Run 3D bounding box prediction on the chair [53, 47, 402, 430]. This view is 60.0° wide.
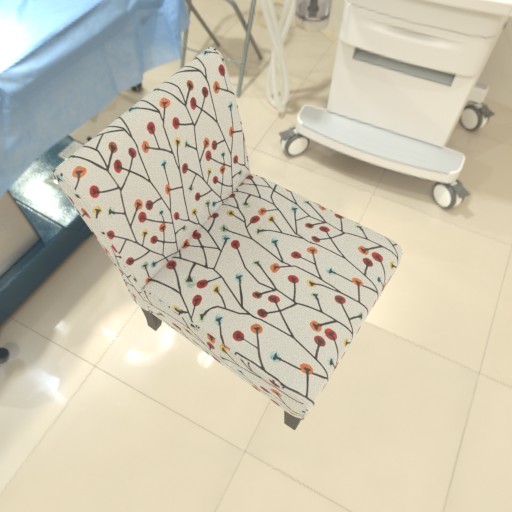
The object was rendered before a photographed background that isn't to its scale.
[{"bbox_3d":[0.000,0.000,1.336,0.732,0.813,0.597,30,62,18],"label":"chair"}]
